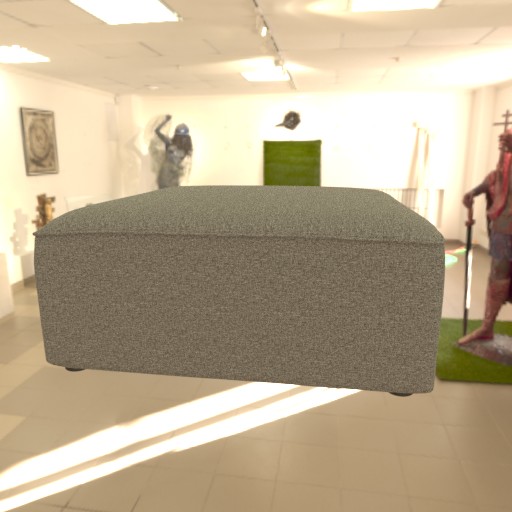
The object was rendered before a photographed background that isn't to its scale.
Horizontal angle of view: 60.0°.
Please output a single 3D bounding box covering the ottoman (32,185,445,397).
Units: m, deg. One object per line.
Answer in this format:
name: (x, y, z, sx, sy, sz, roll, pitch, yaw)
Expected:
ottoman: (0.000, 0.000, 1.551, 1.015, 0.464, 1.005, 2, 13, 8)
